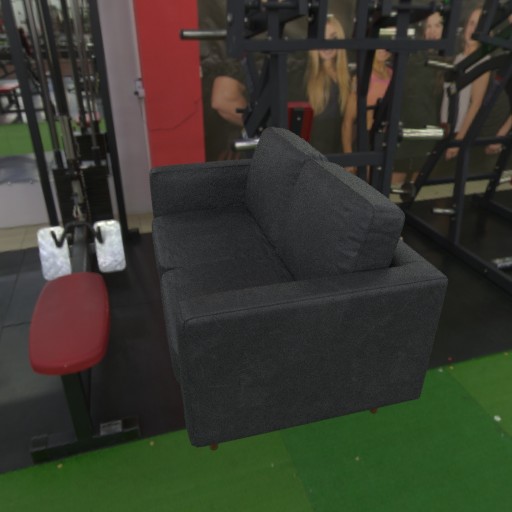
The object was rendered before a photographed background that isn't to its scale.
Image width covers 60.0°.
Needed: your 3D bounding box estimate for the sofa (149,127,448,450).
[{"bbox_3d":[0.000,0.000,2.009,0.879,0.899,1.430,-7,29,-13],"label":"sofa"}]
